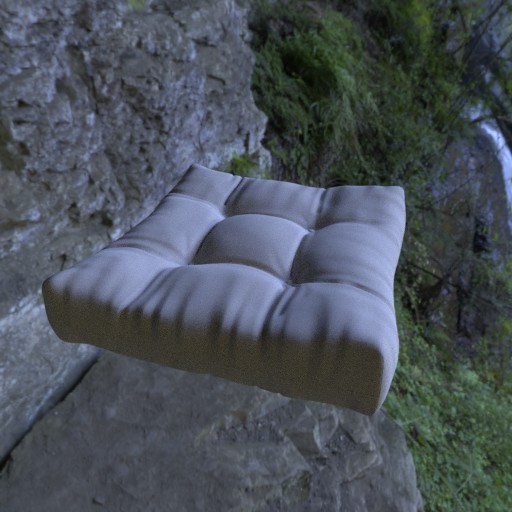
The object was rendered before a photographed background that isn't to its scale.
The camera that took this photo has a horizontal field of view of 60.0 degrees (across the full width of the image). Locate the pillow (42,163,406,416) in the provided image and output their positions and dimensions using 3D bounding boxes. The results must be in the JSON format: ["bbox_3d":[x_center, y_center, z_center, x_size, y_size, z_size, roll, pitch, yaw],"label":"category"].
[{"bbox_3d":[0.000,0.000,0.736,0.468,0.128,0.490,9,33,15],"label":"pillow"}]
